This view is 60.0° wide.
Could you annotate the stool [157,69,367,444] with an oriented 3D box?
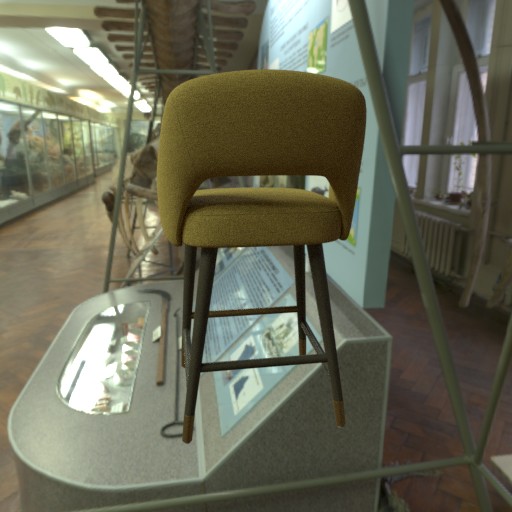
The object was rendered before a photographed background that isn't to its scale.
[{"bbox_3d":[0.000,0.000,1.286,0.536,0.939,0.522,-2,15,-9],"label":"stool"}]
